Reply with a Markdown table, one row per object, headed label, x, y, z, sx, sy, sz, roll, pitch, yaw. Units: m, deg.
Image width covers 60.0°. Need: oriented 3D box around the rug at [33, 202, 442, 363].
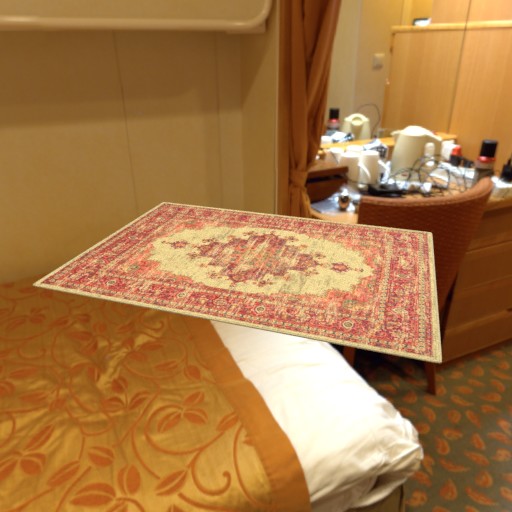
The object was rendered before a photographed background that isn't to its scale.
| label | x | y | z | sx | sy | sz | roll | pitch | yaw |
| --- | --- | --- | --- | --- | --- | --- | --- | --- | --- |
| rug | 0.000 | 0.000 | 3.771 | 2.878 | 0.014 | 2.005 | 8 | 27 | 16 |
